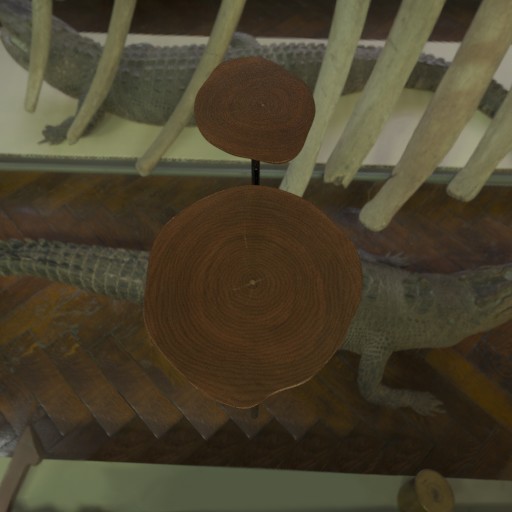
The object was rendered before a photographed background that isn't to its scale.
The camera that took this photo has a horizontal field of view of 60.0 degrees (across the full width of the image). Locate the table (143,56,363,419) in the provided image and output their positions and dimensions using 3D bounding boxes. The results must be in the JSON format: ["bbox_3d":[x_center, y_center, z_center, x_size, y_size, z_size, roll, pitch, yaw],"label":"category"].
[{"bbox_3d":[0.000,0.000,1.064,0.442,0.538,0.759,1,59,1],"label":"table"}]
